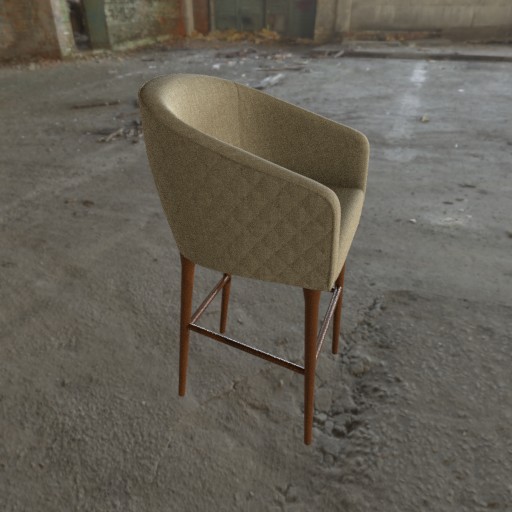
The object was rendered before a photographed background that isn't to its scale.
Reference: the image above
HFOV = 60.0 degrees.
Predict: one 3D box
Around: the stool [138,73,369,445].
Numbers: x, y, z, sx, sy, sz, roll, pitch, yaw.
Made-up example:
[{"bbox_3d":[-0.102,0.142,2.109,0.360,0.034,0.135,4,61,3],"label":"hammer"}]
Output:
[{"bbox_3d":[0.000,0.000,1.456,0.607,1.078,0.559,10,32,17],"label":"stool"}]
